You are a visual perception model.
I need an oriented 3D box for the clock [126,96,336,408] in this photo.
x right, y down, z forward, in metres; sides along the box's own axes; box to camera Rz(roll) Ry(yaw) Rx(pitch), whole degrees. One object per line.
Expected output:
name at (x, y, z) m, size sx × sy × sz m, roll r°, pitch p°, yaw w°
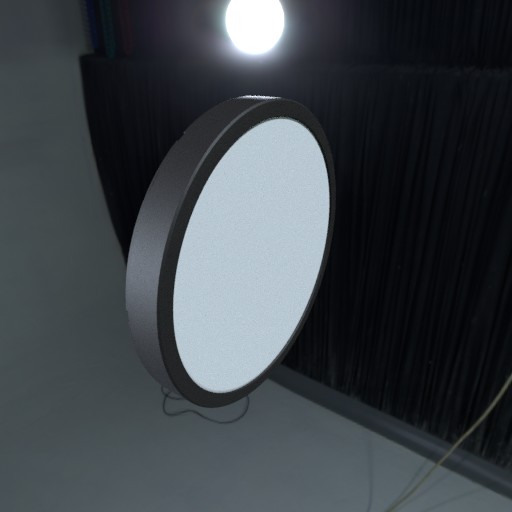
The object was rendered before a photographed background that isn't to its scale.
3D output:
clock at (0.000, 0.000, 0.432) m, size 0.040 × 0.293 × 0.293 m, roll 17°, pitch 31°, yaw 30°
